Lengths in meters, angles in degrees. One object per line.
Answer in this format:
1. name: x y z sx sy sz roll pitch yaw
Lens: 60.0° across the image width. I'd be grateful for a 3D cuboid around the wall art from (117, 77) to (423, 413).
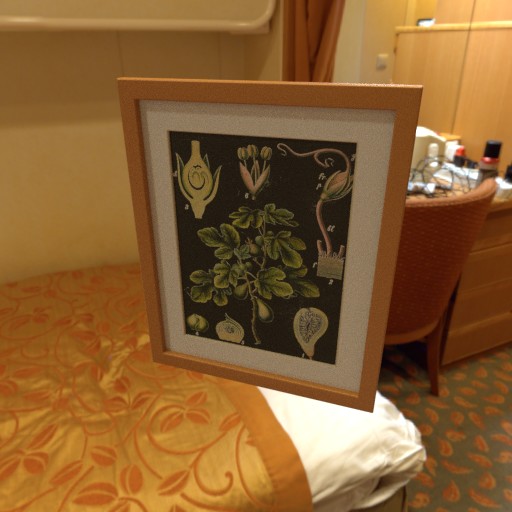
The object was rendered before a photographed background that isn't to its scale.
1. wall art: 0.000 0.000 0.515 0.310 0.379 0.015 8 27 17
